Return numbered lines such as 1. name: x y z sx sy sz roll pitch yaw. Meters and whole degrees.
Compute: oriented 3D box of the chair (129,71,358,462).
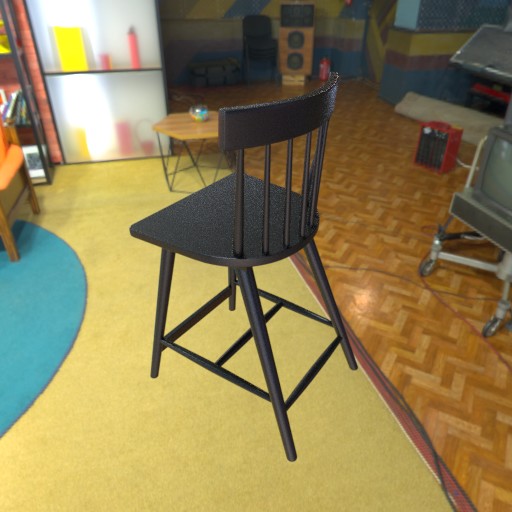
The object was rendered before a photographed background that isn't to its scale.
1. chair: 0.000 0.000 1.284 0.572 0.952 0.483 21 38 29
